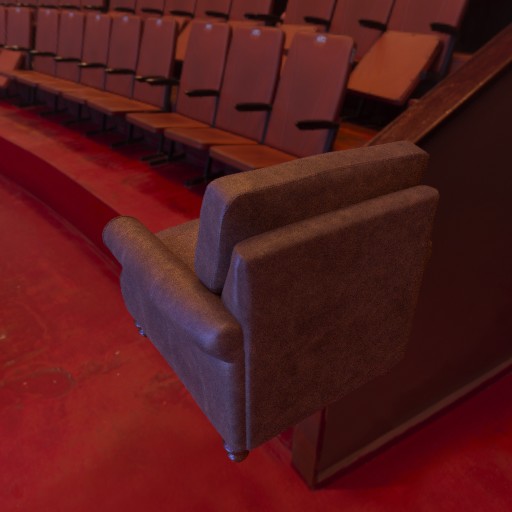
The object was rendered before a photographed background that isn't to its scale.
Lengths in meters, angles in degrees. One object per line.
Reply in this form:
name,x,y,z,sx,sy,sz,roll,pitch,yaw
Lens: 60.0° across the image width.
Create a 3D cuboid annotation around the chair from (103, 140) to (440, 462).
chair,0.000,0.000,1.755,0.996,0.976,1.002,-19,34,-30
